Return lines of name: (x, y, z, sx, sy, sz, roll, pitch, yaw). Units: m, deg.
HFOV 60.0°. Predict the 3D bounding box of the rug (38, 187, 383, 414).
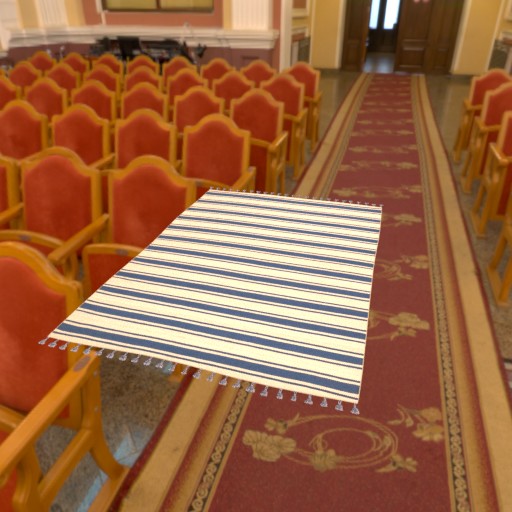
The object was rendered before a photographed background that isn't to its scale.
rug: (0.000, 0.000, 2.934, 1.544, 0.010, 2.315, 8, 30, 14)
